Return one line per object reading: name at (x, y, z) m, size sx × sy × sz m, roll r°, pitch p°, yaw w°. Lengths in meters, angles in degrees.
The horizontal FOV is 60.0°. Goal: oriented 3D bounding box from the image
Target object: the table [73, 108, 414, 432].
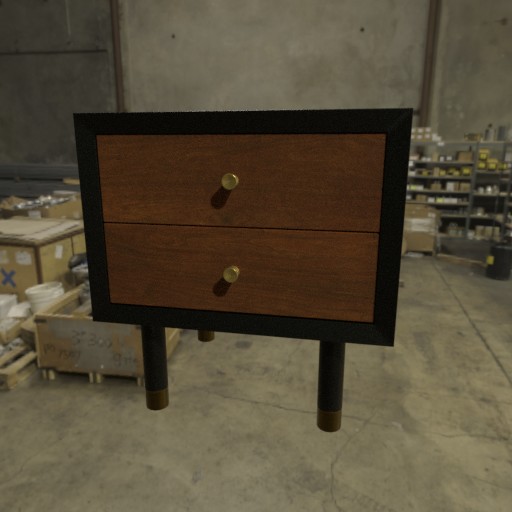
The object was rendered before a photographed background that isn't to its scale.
table at (0.000, 0.000, 0.978) m, size 0.564 × 0.584 × 0.441 m, roll 3°, pitch 14°, yaw 11°
